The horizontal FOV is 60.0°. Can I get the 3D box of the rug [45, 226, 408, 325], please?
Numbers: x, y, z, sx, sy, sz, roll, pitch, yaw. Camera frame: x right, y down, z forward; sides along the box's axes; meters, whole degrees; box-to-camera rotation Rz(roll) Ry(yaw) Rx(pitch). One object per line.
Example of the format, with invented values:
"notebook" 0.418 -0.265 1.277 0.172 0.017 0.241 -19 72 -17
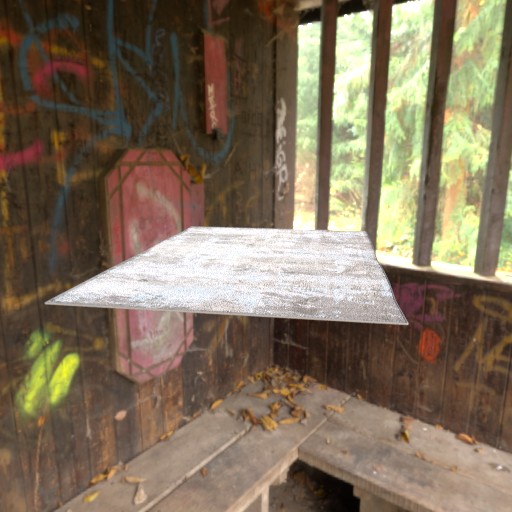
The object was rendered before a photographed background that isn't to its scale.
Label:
"rug" 0.000 0.000 4.422 2.393 0.013 3.307 2 13 9
